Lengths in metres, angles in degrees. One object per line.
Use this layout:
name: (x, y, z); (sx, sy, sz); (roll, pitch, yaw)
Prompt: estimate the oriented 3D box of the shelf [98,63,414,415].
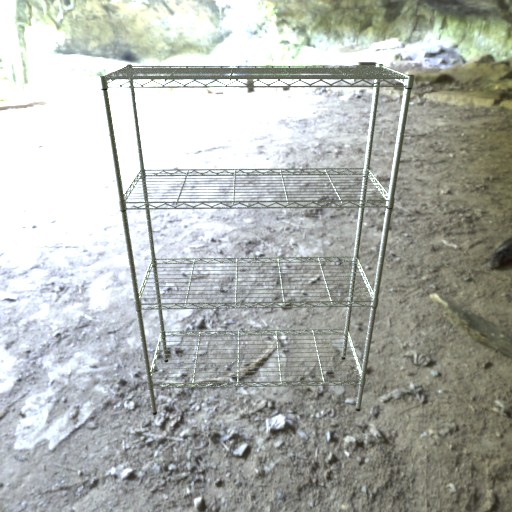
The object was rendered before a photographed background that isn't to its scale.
shelf: (0.000, 0.000, 1.740); (0.907, 1.360, 0.352); (-1, 29, -1)
